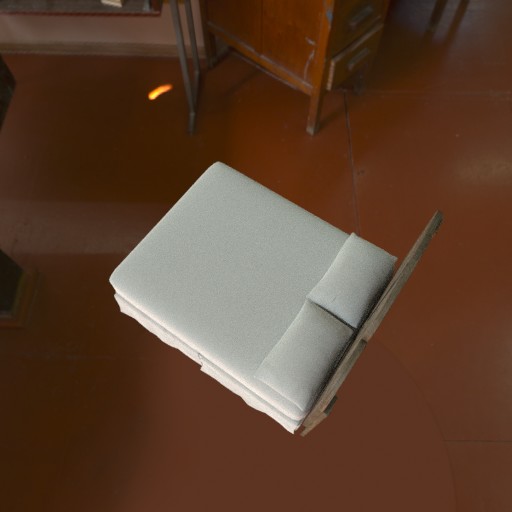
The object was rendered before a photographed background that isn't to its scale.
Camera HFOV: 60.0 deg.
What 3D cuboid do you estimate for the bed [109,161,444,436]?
[{"bbox_3d":[0.000,0.000,3.524,2.138,2.019,1.713,32,68,15],"label":"bed"}]
